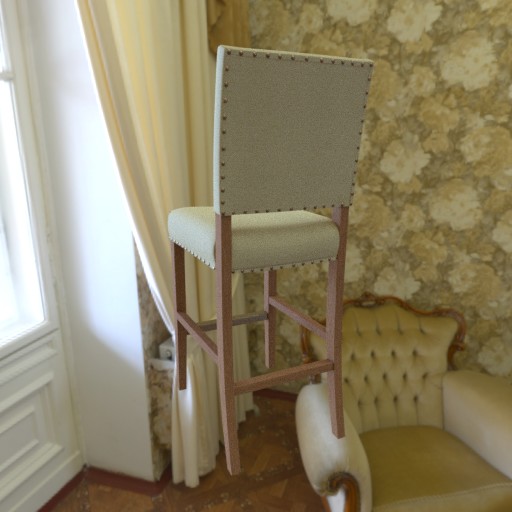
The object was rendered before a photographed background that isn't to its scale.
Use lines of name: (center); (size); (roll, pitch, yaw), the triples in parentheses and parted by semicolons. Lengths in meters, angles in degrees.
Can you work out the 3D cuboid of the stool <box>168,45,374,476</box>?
stool: (0.000, 0.000, 1.474); (0.445, 1.168, 0.584); (-7, 16, -25)
